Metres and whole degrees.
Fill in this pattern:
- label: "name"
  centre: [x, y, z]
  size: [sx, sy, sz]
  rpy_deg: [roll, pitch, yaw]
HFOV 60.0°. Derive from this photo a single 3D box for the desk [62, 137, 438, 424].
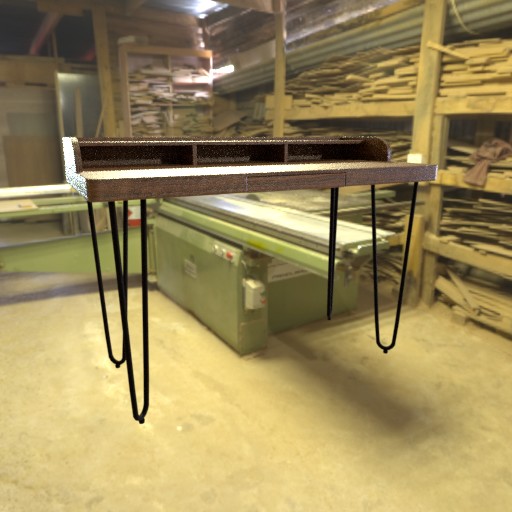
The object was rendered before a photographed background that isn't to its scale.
- label: "desk"
  centre: [0.000, 0.000, 1.649]
  size: [1.200, 0.854, 0.565]
  rpy_deg: [-8, 17, -26]
